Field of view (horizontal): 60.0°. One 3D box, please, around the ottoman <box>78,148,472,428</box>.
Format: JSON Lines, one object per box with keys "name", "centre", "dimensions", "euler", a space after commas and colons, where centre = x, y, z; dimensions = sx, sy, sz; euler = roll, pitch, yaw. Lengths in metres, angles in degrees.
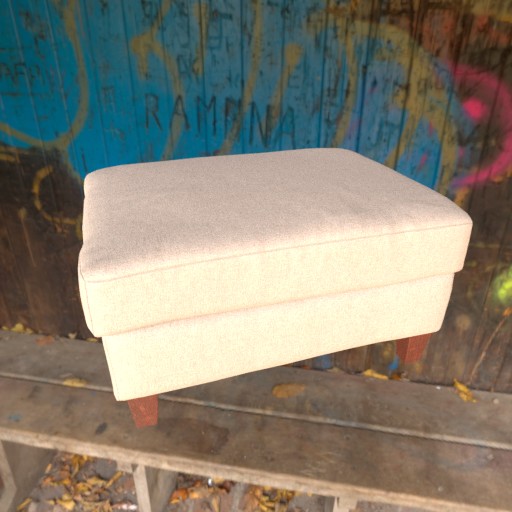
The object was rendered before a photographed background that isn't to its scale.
{"name": "ottoman", "centre": [0.000, 0.000, 1.290], "dimensions": [0.902, 0.511, 0.692], "euler": [-9, 29, -16]}
